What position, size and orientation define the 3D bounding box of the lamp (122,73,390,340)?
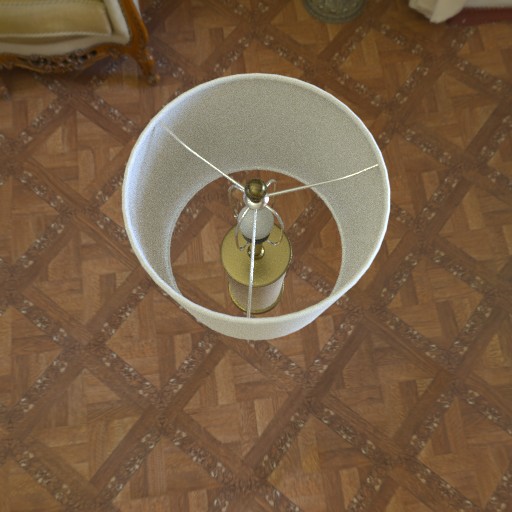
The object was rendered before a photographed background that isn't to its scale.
[{"bbox_3d":[0.000,0.000,0.798,0.305,0.634,0.305,35,78,8],"label":"lamp"}]
